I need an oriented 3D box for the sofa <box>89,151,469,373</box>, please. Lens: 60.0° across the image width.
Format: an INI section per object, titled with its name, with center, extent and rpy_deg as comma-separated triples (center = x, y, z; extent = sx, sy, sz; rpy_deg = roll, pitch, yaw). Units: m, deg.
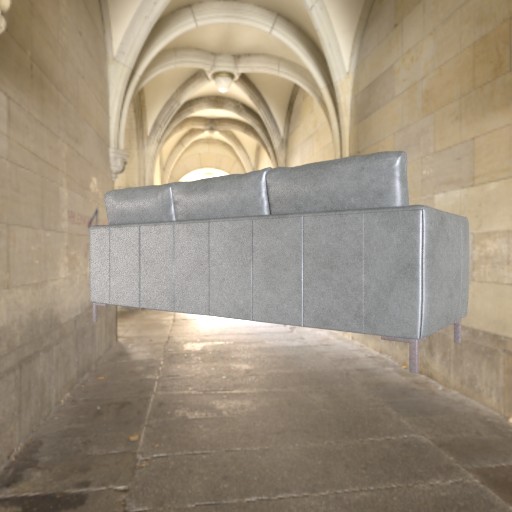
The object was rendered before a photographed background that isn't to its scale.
[sofa]
center = 0.000, 0.000, 2.400
extent = 2.029, 0.805, 0.748
rpy_deg = 0, 0, 37
